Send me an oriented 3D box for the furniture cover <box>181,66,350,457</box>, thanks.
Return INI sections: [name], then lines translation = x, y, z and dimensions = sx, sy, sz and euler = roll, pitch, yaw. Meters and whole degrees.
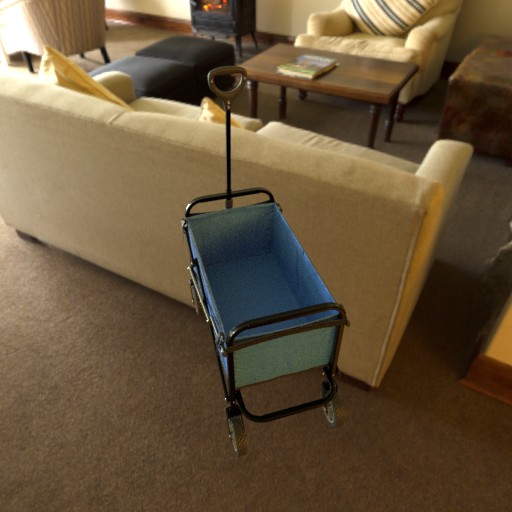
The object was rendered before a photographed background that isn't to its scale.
[furniture cover]
translation = 0.000, 0.000, 1.839
dimensions = 0.532, 1.295, 1.038
euler = -11, 41, -13
